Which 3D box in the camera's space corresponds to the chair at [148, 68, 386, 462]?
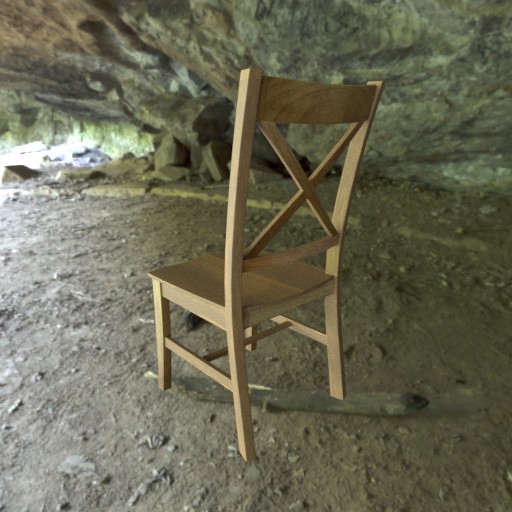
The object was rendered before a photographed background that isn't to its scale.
[{"bbox_3d":[0.000,0.000,1.341,0.485,0.983,0.542,-15,23,-40],"label":"chair"}]
